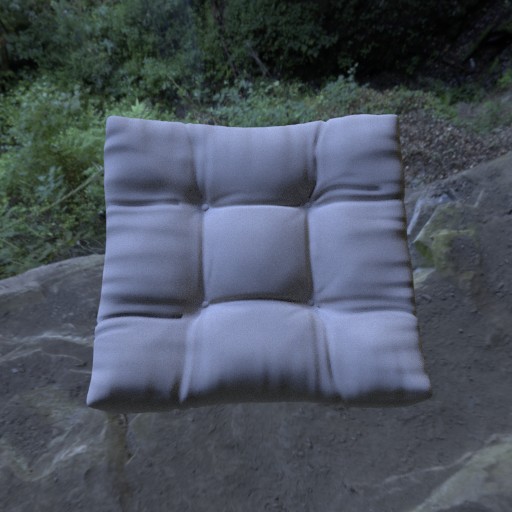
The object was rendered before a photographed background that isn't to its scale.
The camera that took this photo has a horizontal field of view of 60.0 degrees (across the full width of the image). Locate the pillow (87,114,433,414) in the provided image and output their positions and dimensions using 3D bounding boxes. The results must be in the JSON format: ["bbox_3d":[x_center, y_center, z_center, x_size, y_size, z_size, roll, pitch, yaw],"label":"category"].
[{"bbox_3d":[0.000,0.000,0.706,0.490,0.128,0.468,-1,77,0],"label":"pillow"}]
